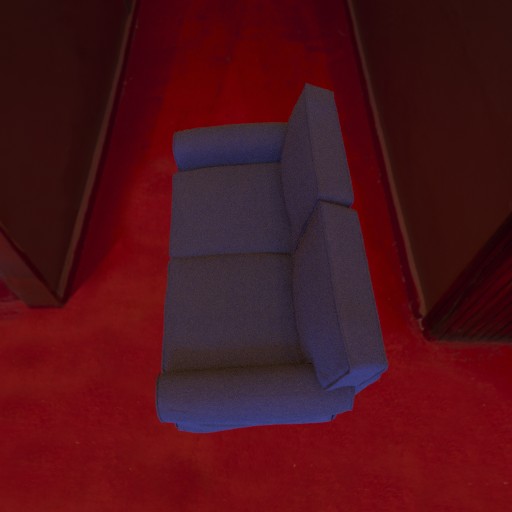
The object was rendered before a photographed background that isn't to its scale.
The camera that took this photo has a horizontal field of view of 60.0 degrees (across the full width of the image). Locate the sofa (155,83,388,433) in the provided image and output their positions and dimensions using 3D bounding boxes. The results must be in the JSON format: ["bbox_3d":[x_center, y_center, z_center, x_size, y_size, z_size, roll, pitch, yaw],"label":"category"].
[{"bbox_3d":[0.000,0.000,2.484,0.997,1.059,1.801,-2,59,-1],"label":"sofa"}]
